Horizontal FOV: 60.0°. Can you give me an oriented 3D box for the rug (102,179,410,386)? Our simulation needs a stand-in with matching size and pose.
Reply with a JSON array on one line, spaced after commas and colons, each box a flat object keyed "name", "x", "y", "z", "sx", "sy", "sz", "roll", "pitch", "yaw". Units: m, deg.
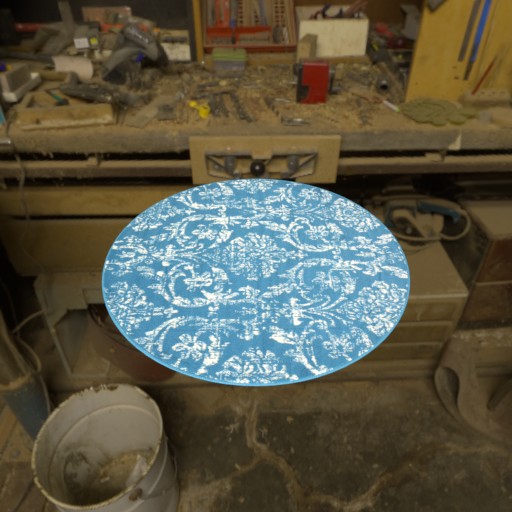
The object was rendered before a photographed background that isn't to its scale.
[{"name": "rug", "x": 0.000, "y": 0.000, "z": 2.369, "sx": 1.593, "sy": 0.012, "sz": 1.593, "roll": 0, "pitch": 40, "yaw": 0}]
